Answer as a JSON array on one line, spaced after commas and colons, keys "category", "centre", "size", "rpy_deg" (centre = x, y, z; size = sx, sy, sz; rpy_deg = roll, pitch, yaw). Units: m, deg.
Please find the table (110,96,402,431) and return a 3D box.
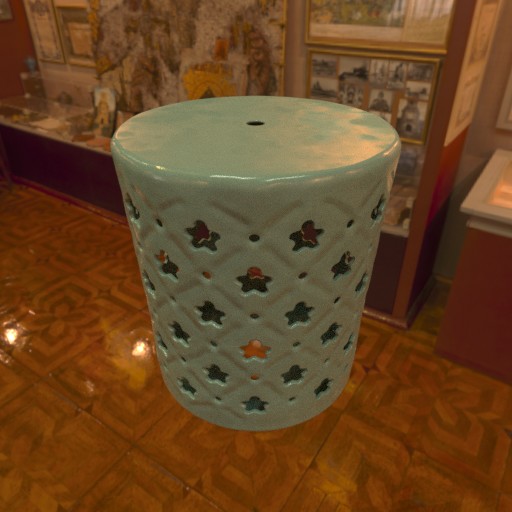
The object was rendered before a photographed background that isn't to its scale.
[{"category": "table", "centre": [0.000, 0.000, 0.650], "size": [0.352, 0.387, 0.352], "rpy_deg": [0, 32, 0]}]
